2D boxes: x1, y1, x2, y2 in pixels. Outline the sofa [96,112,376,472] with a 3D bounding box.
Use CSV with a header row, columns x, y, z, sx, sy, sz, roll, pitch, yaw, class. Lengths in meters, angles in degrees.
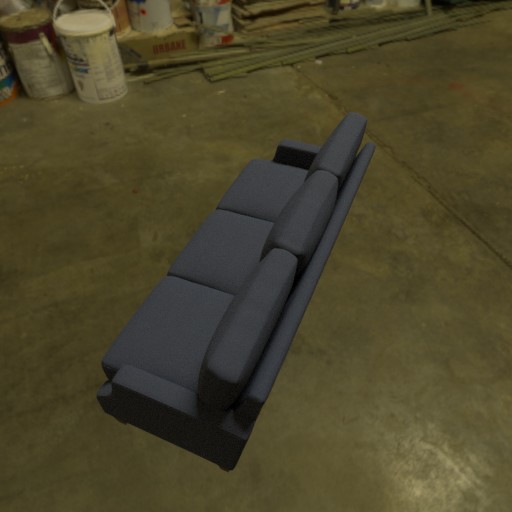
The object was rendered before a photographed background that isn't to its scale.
x,y,z,sx,sy,sz,roll,pitch,yaw,class
0.000,0.000,2.614,0.888,0.984,2.115,17,49,16,sofa
